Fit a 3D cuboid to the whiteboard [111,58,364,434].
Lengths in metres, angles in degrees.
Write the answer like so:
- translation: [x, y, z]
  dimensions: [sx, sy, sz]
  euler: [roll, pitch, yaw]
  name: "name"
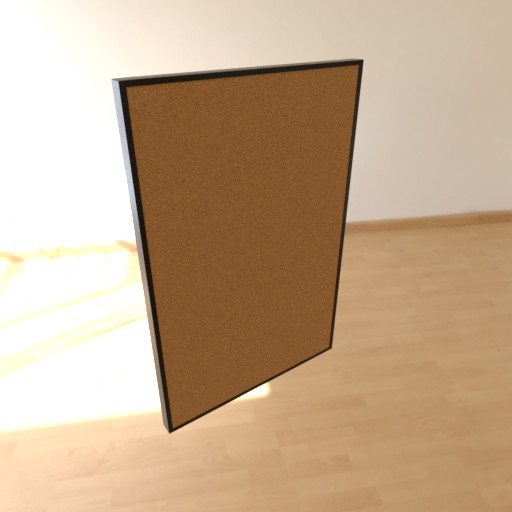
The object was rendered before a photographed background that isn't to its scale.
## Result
- translation: [0.000, 0.000, 0.774]
  dimensions: [0.406, 0.611, 0.026]
  euler: [-19, 35, -30]
  name: "whiteboard"
